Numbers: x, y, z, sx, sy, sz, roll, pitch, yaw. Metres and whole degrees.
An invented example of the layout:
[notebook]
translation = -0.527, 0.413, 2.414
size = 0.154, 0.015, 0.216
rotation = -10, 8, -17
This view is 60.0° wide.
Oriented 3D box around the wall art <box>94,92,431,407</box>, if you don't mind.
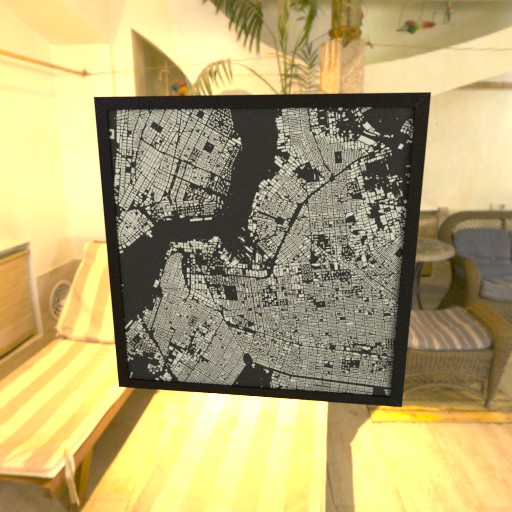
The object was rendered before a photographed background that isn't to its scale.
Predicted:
[wall art]
translation = 0.000, 0.000, 0.741
size = 0.506, 0.506, 0.038
rotation = 2, 15, 7
